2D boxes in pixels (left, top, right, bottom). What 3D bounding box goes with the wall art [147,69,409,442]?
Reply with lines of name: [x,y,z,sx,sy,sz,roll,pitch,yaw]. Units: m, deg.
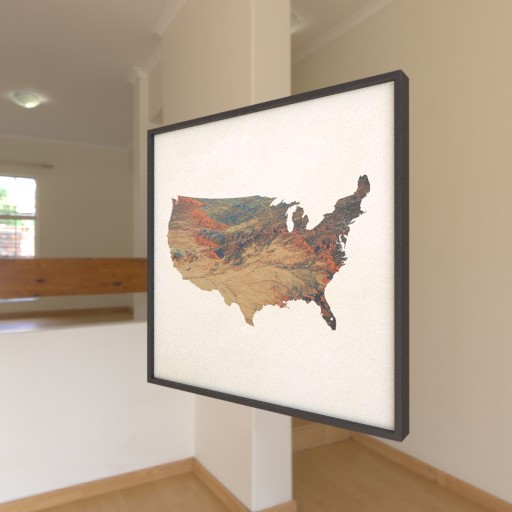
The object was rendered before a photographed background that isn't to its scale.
wall art: [0.000,0.000,0.762,0.507,0.507,0.038,0,0,35]
